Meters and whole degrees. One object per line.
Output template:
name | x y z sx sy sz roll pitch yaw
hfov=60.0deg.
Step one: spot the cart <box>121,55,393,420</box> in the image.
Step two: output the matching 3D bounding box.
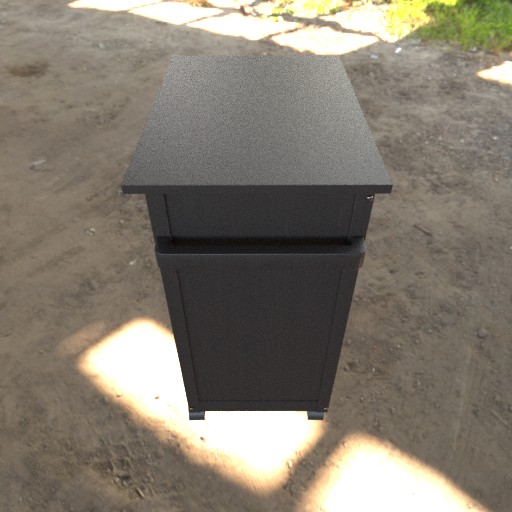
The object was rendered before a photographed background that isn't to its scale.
cart | 0.000 0.000 1.261 0.456 0.879 0.660 0 42 0
